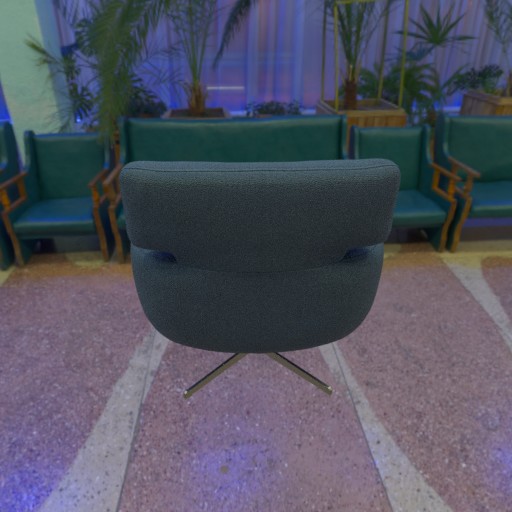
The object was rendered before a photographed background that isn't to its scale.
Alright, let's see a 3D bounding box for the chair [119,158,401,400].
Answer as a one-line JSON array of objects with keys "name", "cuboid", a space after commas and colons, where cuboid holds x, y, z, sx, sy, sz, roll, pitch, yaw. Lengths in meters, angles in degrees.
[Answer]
[{"name": "chair", "cuboid": [0.000, 0.000, 1.423, 0.738, 0.813, 0.761, -1, 29, -2]}]
